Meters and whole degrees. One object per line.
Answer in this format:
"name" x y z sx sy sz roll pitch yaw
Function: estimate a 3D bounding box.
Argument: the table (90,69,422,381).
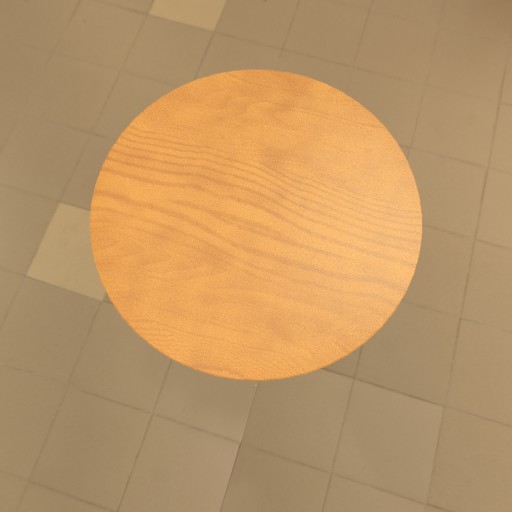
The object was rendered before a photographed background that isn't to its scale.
"table" 0.000 0.000 1.091 0.597 0.612 0.597 0 74 0
